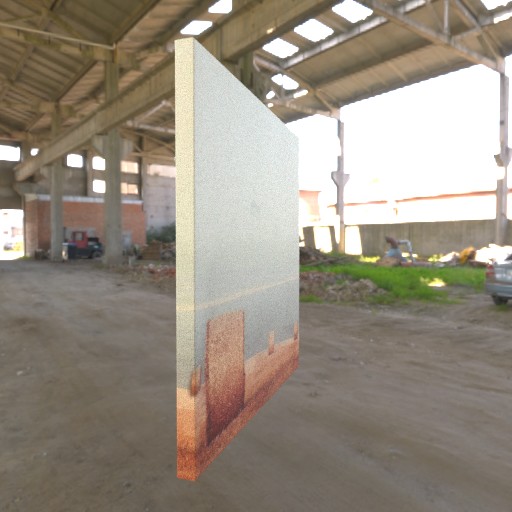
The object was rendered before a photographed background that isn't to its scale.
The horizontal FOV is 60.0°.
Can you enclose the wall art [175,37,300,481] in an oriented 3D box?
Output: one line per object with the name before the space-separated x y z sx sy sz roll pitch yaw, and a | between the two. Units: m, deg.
wall art | 0.000 0.000 0.599 0.023 0.405 0.405 1 2 19
